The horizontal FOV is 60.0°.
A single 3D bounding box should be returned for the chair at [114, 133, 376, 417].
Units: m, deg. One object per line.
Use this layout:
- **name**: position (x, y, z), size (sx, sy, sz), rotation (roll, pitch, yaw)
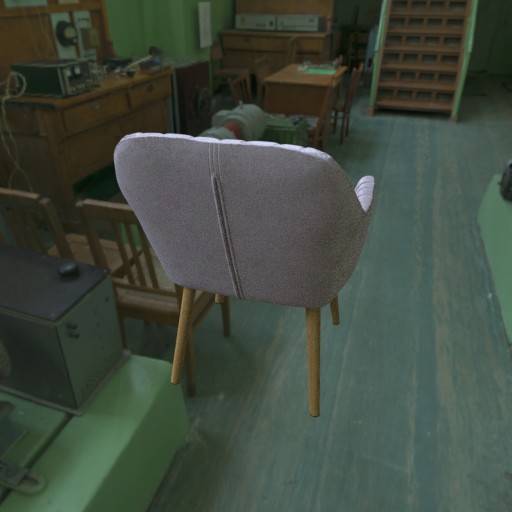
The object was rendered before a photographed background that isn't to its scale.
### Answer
- **chair**: position (0.000, 0.000, 1.270), size (0.610, 0.832, 0.570), rotation (9, 33, 14)
